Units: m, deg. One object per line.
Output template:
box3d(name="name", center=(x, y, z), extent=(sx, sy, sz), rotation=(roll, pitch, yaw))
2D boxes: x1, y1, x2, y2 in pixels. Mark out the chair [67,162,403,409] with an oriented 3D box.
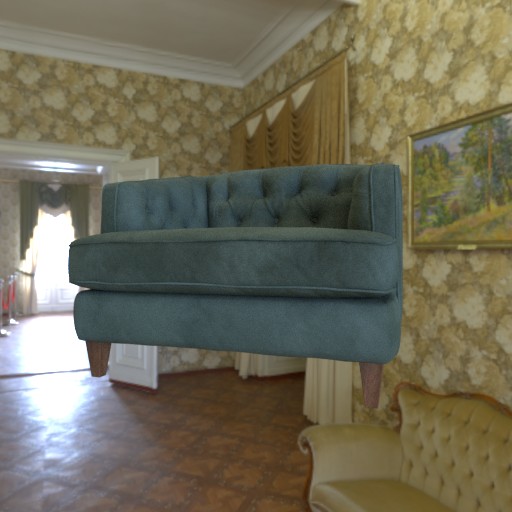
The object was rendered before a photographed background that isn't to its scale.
box3d(name="chair", center=(0.000, 0.000, 1.750), extent=(1.104, 0.852, 0.941), rotation=(0, 0, 20))
